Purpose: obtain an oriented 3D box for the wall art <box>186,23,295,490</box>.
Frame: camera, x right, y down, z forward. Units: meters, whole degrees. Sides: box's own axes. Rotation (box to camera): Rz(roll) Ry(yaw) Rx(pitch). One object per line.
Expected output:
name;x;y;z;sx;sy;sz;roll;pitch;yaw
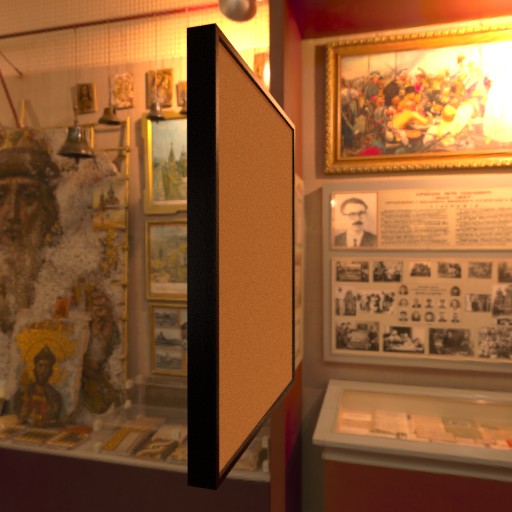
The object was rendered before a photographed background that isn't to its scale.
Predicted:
wall art;0.000;0.000;0.745;0.039;0.553;0.451;0;1;17
